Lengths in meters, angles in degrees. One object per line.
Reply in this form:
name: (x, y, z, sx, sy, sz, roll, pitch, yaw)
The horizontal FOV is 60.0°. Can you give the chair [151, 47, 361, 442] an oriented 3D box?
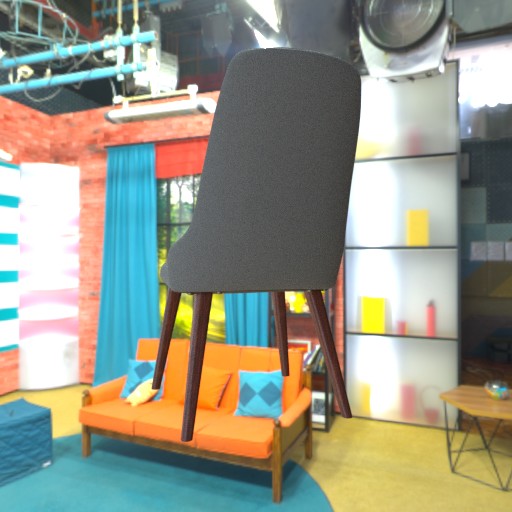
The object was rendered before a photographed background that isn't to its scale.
chair: (0.000, 0.000, 1.311, 0.535, 0.918, 0.707, 0, 0, -19)
